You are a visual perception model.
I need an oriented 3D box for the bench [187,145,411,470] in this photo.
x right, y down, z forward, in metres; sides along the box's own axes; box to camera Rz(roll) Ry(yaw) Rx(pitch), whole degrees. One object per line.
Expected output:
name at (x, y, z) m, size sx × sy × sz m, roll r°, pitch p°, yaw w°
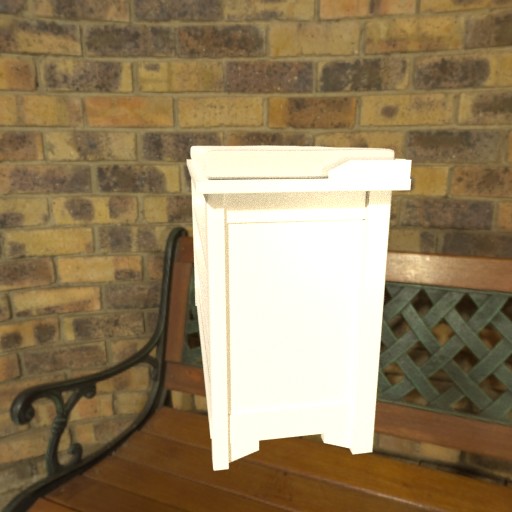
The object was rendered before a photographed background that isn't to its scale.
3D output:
bench at (0.000, 0.000, 1.224) m, size 0.346 × 0.589 × 0.987 m, roll -2°, pitch 14°, yaw -9°
